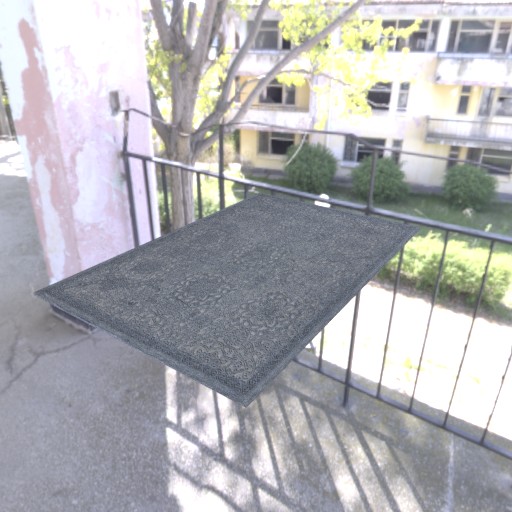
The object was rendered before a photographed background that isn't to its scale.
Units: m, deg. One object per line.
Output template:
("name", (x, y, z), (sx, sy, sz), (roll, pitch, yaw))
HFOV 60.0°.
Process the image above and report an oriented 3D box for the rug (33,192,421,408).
("rug", (0.000, 0.000, 2.380), (1.208, 0.012, 1.819), (17, 31, 31))
